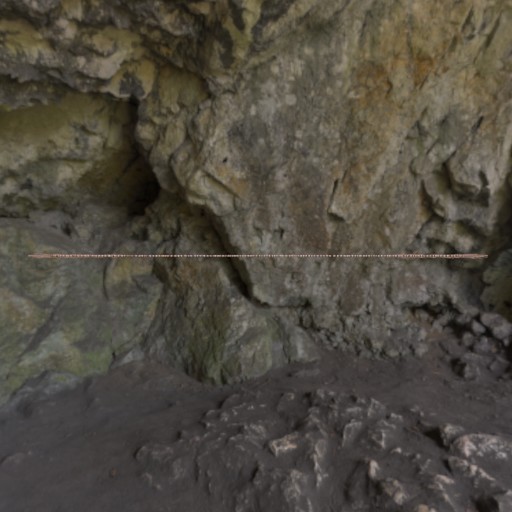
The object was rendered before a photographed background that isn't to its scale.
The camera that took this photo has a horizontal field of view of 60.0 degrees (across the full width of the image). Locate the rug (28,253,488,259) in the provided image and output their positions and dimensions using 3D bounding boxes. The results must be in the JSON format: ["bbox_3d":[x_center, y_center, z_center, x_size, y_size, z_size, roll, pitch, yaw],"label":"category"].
[{"bbox_3d":[0.000,0.000,2.577,2.085,0.027,1.224,0,0,1],"label":"rug"}]
